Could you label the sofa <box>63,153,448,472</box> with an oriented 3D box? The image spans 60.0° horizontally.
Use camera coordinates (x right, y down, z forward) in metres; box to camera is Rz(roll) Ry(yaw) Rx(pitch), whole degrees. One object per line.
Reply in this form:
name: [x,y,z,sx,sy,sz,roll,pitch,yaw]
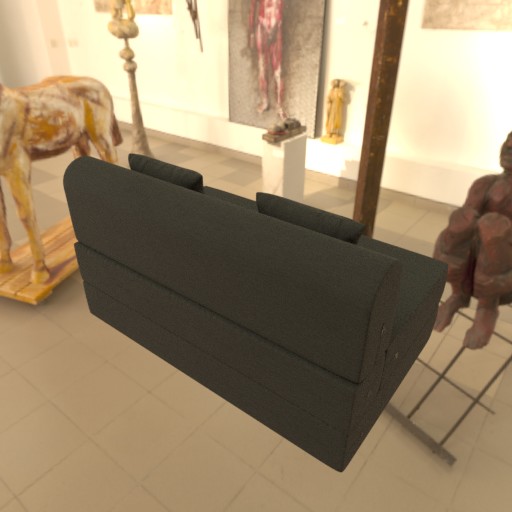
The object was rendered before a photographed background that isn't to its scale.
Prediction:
sofa: [0.000,0.000,1.674,1.225,0.670,0.762,22,37,32]
